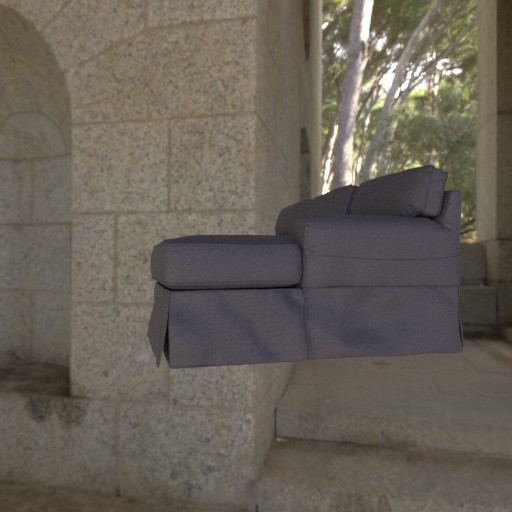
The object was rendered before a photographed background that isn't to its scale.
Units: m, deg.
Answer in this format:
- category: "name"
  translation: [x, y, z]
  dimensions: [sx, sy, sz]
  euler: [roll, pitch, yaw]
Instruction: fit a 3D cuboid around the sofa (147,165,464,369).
- category: "sofa"
  translation: [0.000, 0.000, 3.341]
  dimensions: [1.637, 1.039, 2.518]
  euler: [0, 0, -17]
